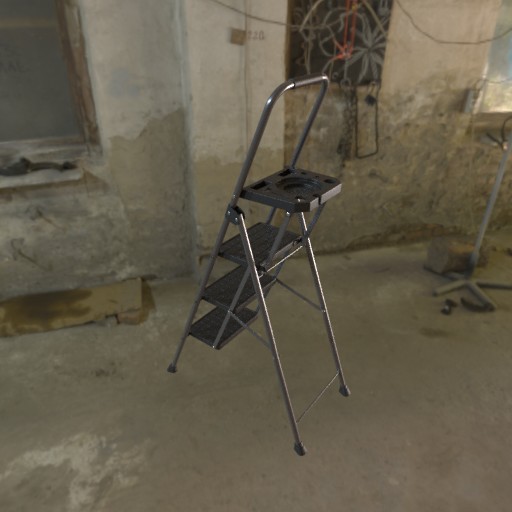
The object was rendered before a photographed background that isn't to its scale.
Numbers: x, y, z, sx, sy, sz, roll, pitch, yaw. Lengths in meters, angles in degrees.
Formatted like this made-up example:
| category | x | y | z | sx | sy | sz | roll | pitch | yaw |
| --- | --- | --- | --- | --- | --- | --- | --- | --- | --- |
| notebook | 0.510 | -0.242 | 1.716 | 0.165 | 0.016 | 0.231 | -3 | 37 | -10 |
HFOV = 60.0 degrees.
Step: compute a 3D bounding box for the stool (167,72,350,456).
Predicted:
| category | x | y | z | sx | sy | sz | roll | pitch | yaw |
| --- | --- | --- | --- | --- | --- | --- | --- | --- | --- |
| stool | 0.000 | 0.000 | 1.636 | 0.733 | 1.277 | 0.396 | 21 | 36 | 32 |
